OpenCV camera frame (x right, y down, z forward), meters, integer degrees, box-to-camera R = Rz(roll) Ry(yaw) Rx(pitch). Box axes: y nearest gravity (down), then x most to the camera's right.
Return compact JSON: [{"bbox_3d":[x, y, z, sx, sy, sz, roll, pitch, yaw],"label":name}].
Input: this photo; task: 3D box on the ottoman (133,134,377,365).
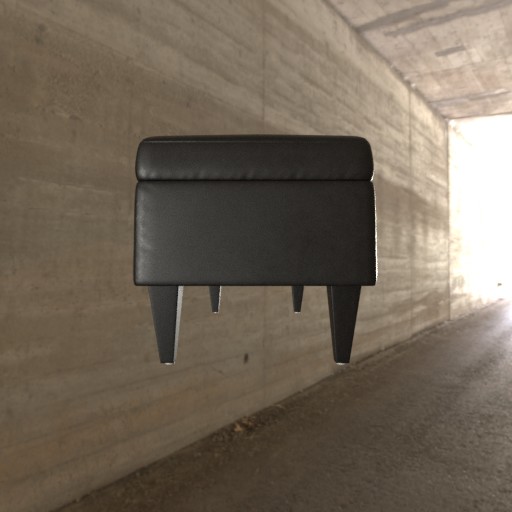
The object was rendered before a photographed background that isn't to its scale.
[{"bbox_3d":[0.000,0.000,1.429,0.482,0.469,1.151,0,-1,0],"label":"ottoman"}]
